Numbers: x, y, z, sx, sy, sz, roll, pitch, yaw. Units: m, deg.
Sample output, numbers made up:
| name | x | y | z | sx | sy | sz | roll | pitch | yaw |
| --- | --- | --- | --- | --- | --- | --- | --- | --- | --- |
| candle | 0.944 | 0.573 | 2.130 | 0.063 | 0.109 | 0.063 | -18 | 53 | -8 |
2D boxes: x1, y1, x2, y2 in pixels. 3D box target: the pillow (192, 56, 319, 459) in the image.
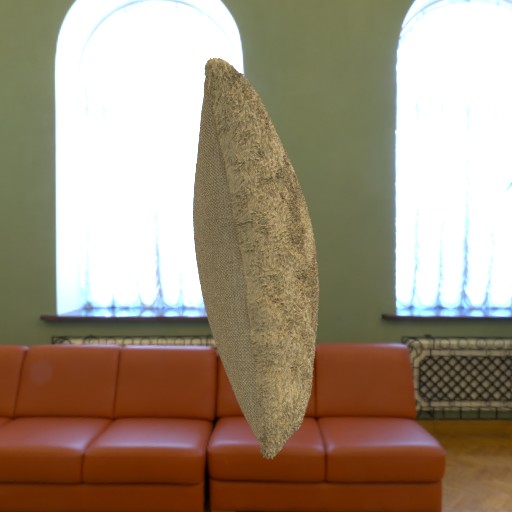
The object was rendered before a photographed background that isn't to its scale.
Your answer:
| name | x | y | z | sx | sy | sz | roll | pitch | yaw |
| --- | --- | --- | --- | --- | --- | --- | --- | --- | --- |
| pillow | 0.000 | 0.000 | 0.814 | 0.218 | 0.515 | 0.529 | 0 | 1 | -1 |
